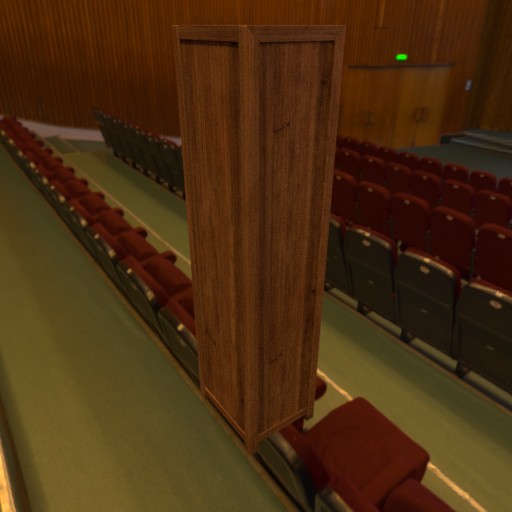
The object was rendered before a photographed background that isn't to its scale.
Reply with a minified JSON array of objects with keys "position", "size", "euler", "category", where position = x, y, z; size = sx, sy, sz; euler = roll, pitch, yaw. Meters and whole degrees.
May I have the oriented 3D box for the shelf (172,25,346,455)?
[{"position":[0.000,0.000,2.057],"size":[0.428,1.900,0.500],"euler":[-18,33,-31],"category":"shelf"}]
